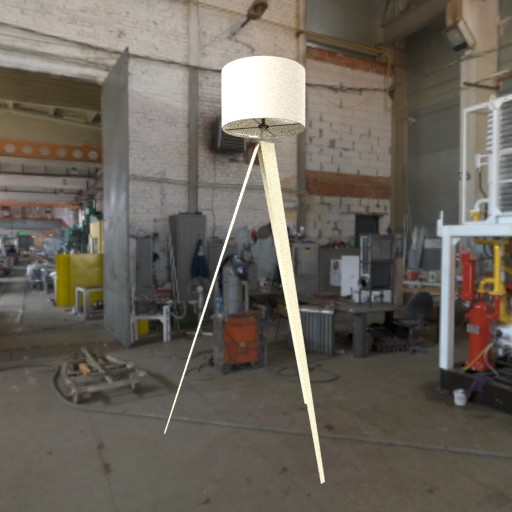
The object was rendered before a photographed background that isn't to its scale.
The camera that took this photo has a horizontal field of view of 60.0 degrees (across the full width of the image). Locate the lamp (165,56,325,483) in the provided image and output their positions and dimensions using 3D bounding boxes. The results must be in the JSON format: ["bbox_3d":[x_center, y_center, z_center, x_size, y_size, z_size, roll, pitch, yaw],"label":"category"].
[{"bbox_3d":[0.000,0.000,1.937,0.724,1.524,0.716,1,2,18],"label":"lamp"}]
